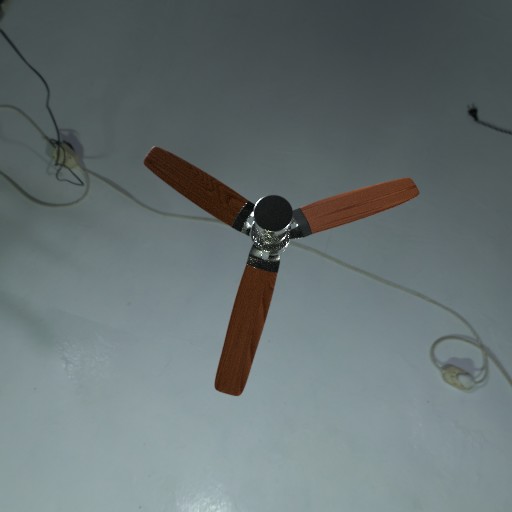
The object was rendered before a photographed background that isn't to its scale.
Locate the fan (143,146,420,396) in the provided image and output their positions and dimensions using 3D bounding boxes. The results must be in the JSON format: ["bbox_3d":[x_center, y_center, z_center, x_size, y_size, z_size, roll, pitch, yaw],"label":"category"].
[{"bbox_3d":[0.000,0.000,2.083,1.416,0.410,1.271,15,75,4],"label":"fan"}]
